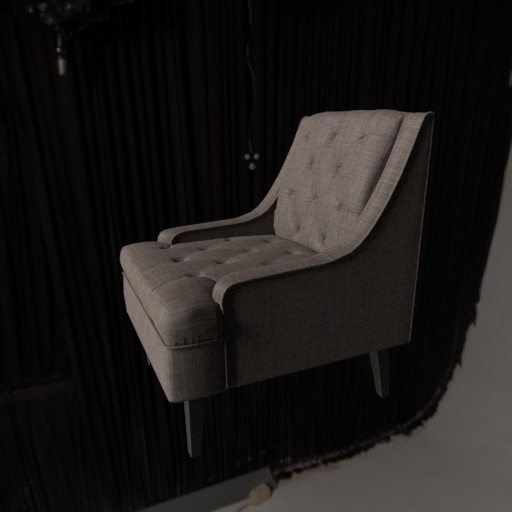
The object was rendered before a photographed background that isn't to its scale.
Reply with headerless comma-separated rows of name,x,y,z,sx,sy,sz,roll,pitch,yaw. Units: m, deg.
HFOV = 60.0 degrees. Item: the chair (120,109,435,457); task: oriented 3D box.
chair,0.000,0.000,1.414,0.771,0.891,0.655,-7,18,-24
